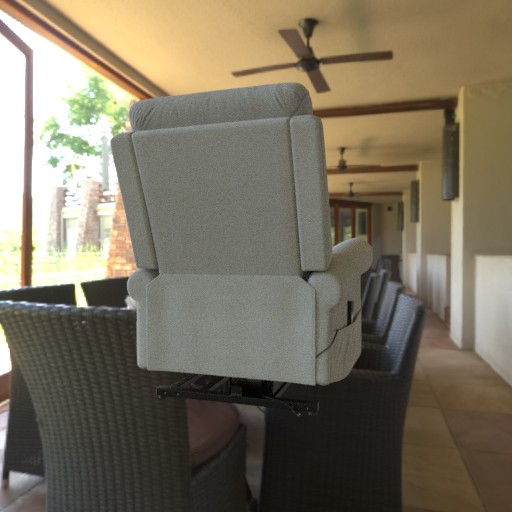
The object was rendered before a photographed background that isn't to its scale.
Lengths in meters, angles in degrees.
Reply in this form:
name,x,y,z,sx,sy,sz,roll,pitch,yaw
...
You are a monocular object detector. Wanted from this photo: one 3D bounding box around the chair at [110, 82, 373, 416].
name,x,y,z,sx,sy,sz,roll,pitch,yaw
chair,0.000,0.000,1.772,0.871,1.031,0.979,0,0,18
